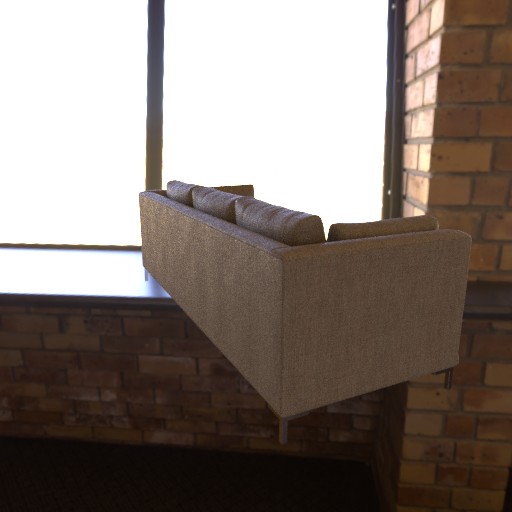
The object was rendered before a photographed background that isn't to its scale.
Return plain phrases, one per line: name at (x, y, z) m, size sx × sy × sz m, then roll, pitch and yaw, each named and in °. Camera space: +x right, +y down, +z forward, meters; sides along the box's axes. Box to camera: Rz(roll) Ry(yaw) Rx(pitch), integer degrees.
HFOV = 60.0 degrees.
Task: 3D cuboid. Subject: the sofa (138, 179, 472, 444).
sofa at (0.000, 0.000, 2.851) m, size 0.969 × 0.867 × 2.415 m, roll -7°, pitch 16°, yaw -25°
